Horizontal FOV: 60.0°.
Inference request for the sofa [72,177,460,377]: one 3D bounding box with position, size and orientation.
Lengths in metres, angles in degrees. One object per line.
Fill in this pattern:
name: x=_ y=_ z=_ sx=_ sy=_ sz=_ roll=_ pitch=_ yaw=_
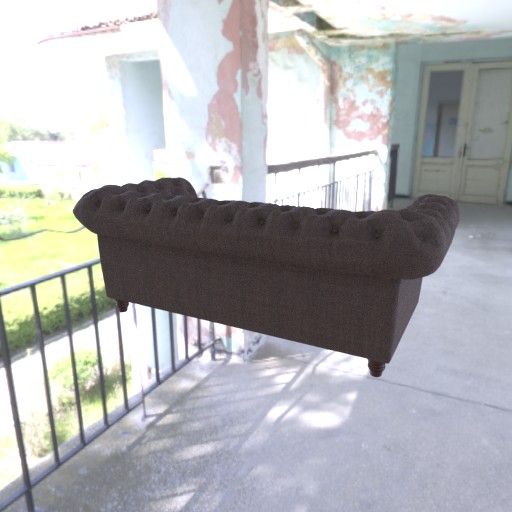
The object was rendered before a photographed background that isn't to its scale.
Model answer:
sofa: x=0.000 y=0.000 z=2.559 sx=2.048 sy=0.780 sz=0.944 roll=9 pitch=18 yaw=27
